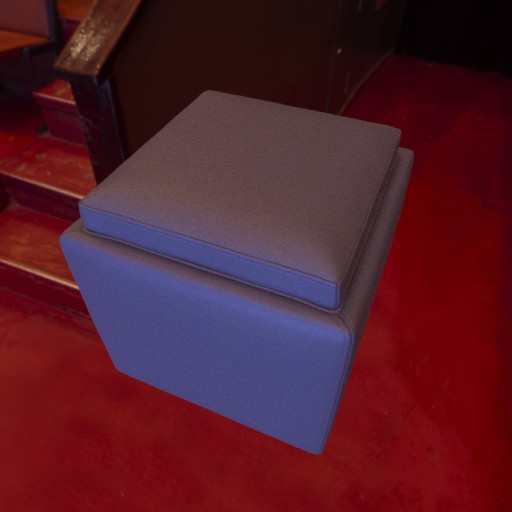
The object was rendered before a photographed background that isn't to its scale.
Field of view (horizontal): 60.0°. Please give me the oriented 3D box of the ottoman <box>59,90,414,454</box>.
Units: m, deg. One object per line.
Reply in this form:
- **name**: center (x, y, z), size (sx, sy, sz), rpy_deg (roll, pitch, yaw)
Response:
- **ottoman**: center (0.000, 0.000, 0.824), size (0.450, 0.460, 0.451), rpy_deg (17, 48, 16)
